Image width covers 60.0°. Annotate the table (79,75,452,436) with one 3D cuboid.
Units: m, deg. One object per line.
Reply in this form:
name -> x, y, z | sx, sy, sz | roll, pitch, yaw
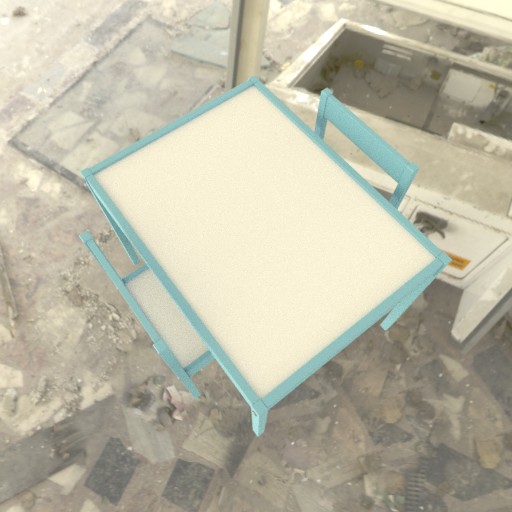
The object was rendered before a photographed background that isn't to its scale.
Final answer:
table -> 0.000, 0.000, 1.100 | 0.633, 0.503, 0.639 | -35, 69, -16
